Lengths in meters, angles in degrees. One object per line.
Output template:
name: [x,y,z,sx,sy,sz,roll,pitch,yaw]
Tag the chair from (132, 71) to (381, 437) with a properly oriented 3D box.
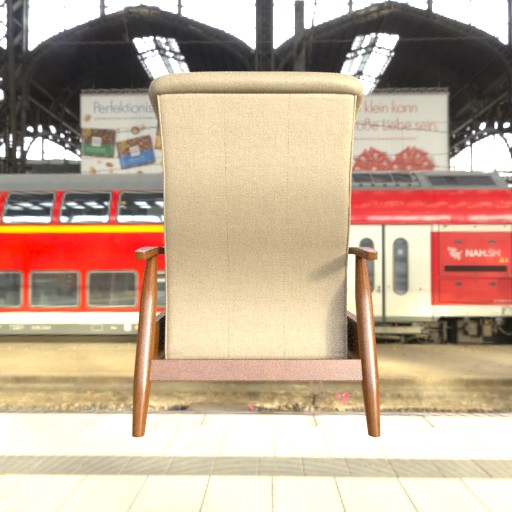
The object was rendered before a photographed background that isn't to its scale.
chair: [0.000,0.000,1.789,0.762,1.082,1.032,0,-1,0]
